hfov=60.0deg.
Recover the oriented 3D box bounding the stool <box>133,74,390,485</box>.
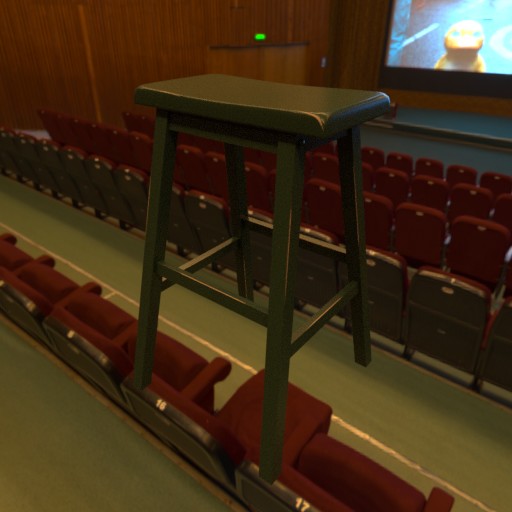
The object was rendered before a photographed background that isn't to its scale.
[{"bbox_3d":[0.000,0.000,1.033,0.457,0.737,0.476,21,36,33],"label":"stool"}]
